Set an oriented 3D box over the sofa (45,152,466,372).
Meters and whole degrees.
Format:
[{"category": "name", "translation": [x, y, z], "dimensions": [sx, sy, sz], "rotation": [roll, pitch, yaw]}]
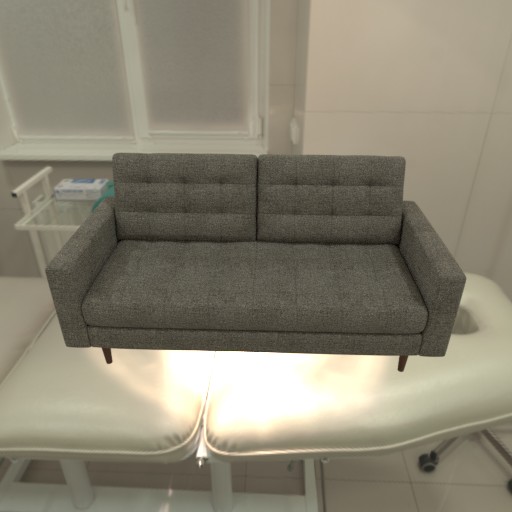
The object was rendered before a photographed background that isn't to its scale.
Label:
[{"category": "sofa", "translation": [0.000, 0.000, 2.325], "dimensions": [1.821, 0.902, 0.863], "rotation": [1, 30, 2]}]
